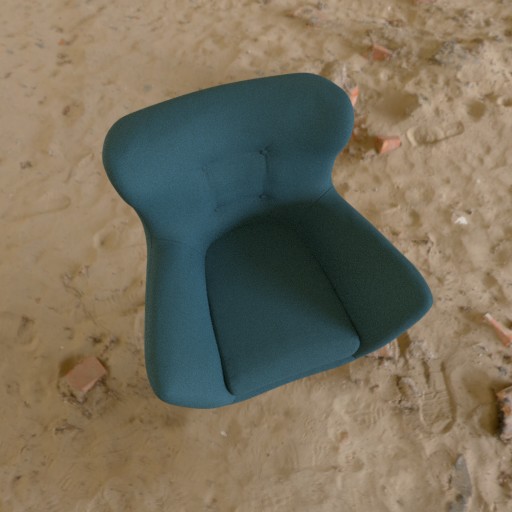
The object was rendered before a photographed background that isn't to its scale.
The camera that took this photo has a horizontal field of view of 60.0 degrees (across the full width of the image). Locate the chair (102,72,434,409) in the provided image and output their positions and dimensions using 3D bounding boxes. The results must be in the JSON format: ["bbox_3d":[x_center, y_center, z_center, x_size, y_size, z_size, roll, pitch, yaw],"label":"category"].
[{"bbox_3d":[0.000,0.000,1.610,0.890,0.889,0.889,-17,63,-9],"label":"chair"}]
